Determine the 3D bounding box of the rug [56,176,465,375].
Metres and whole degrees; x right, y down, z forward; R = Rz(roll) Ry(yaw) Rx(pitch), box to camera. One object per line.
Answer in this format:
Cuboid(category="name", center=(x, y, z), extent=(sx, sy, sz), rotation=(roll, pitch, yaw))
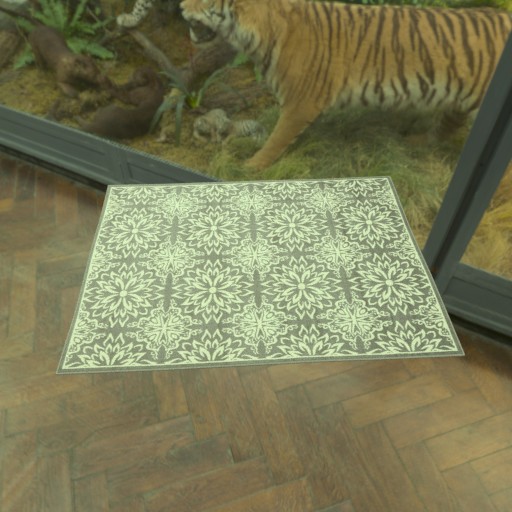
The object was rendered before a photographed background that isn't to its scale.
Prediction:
Cuboid(category="rug", center=(0.000, 0.000, 2.932), extent=(2.213, 0.014, 1.608), rotation=(-2, 47, -2))
